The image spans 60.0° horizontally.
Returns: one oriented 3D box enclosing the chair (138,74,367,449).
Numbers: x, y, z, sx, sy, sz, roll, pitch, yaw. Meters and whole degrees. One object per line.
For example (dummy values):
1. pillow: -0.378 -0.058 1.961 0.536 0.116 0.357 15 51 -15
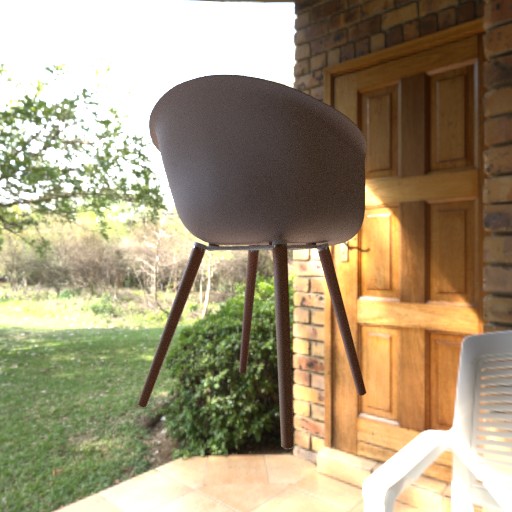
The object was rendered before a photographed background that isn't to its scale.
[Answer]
1. chair: 0.000 0.000 1.183 0.593 0.781 0.504 0 0 35
